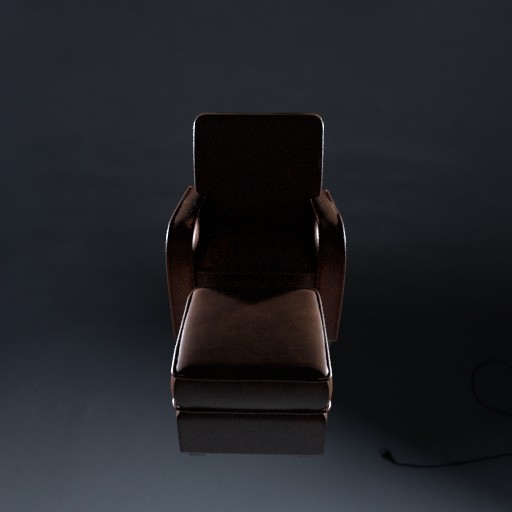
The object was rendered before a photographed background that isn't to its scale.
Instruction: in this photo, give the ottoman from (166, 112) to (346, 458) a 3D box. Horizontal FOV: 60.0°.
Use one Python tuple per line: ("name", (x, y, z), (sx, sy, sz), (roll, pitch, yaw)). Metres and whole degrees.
("ottoman", (0.000, 0.000, 1.856), (0.732, 0.904, 1.314), (1, 31, 1))
